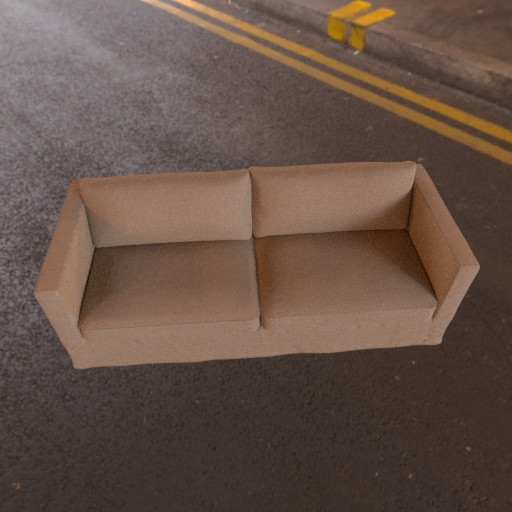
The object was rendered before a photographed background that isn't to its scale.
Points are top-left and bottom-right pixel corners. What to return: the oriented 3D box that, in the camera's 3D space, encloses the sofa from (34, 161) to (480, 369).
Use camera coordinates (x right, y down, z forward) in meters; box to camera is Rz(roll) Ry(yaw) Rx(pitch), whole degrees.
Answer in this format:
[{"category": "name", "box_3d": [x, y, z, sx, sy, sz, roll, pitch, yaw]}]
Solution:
[{"category": "sofa", "box_3d": [0.000, 0.000, 2.727, 2.296, 0.847, 0.956, -3, 47, -3]}]
